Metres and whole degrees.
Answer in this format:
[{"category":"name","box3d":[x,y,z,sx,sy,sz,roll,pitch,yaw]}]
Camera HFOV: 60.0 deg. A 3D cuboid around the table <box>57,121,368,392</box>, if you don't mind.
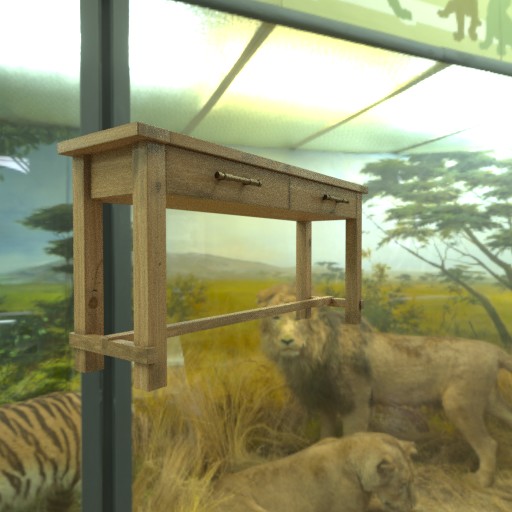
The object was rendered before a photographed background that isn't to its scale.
[{"category":"table","box3d":[0.000,0.000,1.971,0.442,0.762,1.599,1,1,37]}]
